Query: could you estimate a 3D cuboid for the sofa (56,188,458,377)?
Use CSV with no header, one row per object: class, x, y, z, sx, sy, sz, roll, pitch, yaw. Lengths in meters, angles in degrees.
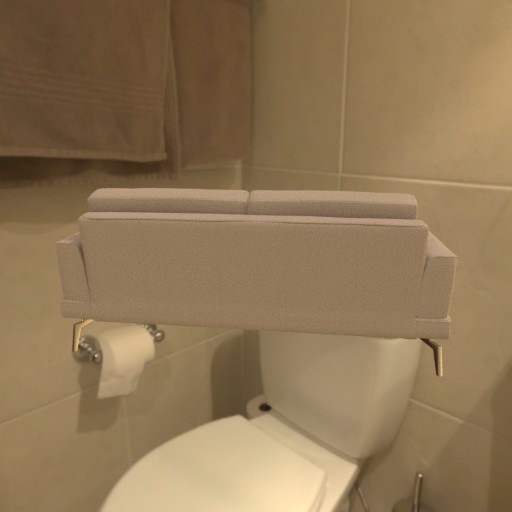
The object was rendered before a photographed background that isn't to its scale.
sofa,0.000,0.000,2.831,2.177,0.930,1.121,2,16,7
